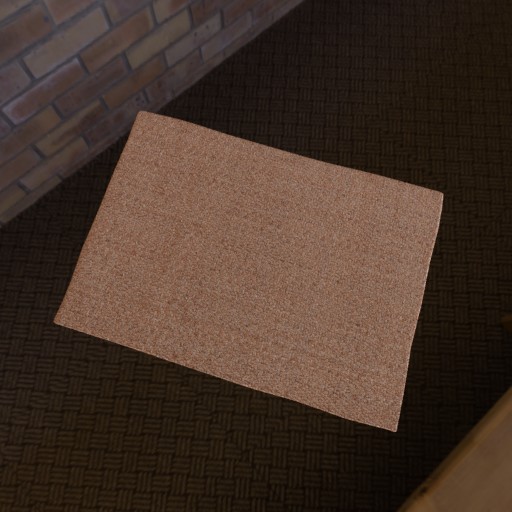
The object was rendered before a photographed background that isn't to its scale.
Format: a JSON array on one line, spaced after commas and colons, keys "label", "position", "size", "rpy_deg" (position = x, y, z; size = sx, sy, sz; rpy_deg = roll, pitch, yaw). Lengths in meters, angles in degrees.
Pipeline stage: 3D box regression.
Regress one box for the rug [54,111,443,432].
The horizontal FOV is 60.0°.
[{"label": "rug", "position": [0.000, 0.000, 2.801], "size": [2.141, 0.013, 1.566], "rpy_deg": [16, 76, 4]}]
